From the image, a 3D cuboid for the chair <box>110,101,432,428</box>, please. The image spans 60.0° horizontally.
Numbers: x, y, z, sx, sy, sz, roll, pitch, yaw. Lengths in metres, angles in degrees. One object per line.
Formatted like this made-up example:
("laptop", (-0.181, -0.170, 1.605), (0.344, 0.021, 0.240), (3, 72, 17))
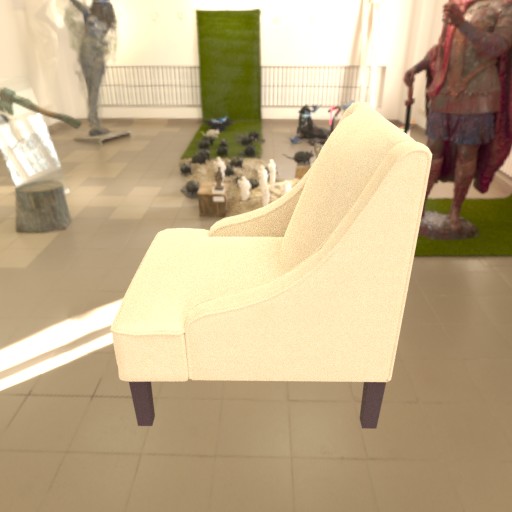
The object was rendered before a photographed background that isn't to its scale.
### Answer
("chair", (0.000, 0.000, 1.470), (0.806, 0.886, 0.689), (0, 28, 1))
